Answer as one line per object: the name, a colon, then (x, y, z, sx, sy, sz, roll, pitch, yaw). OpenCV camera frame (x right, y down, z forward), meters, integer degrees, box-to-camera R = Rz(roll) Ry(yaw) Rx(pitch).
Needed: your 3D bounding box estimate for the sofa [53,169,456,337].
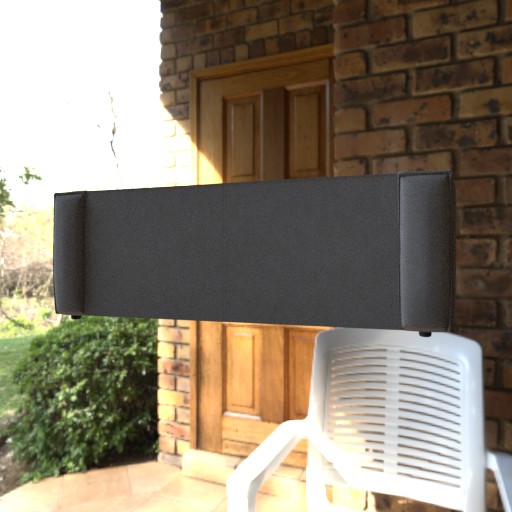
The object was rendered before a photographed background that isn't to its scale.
sofa: (0.000, 0.000, 2.500, 1.995, 0.680, 1.038, 0, -1, 18)
